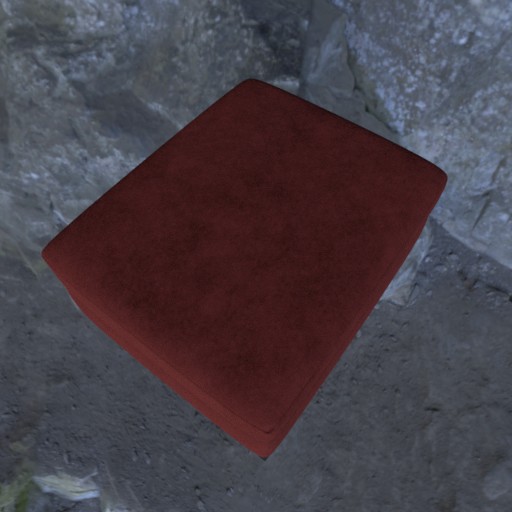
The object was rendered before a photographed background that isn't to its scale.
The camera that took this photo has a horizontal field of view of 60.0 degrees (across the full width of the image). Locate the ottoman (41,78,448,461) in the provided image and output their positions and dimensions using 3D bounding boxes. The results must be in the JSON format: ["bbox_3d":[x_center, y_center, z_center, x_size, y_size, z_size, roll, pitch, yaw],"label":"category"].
[{"bbox_3d":[0.000,0.000,1.191,0.650,0.462,0.782,33,64,19],"label":"ottoman"}]
